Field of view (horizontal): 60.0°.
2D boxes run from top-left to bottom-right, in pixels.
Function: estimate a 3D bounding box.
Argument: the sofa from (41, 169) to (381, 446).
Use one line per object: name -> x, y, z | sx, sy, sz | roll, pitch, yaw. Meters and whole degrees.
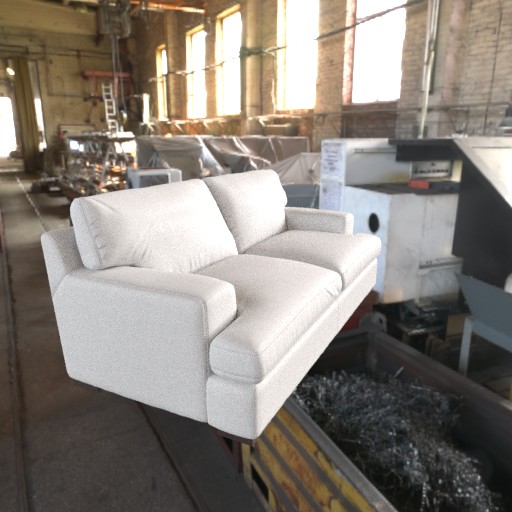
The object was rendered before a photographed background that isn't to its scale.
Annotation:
sofa -> 0.000, 0.000, 2.790 | 1.143, 0.940, 2.261 | 8, 17, 26
